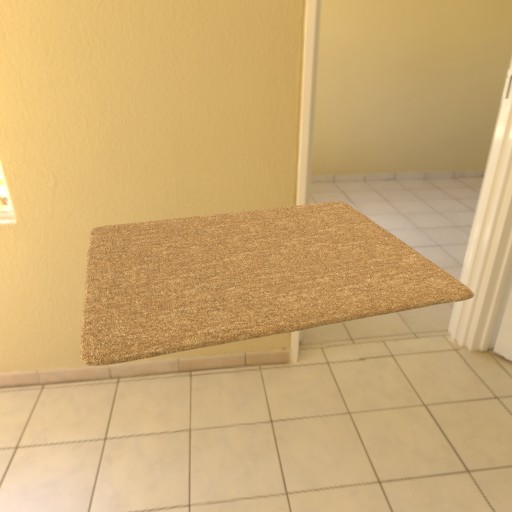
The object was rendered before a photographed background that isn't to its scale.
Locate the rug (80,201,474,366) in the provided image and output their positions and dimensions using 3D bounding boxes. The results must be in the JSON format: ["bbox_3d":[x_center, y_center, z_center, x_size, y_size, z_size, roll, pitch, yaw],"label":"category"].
[{"bbox_3d":[0.000,0.000,3.920,2.873,0.050,2.242,-8,27,-15],"label":"rug"}]
